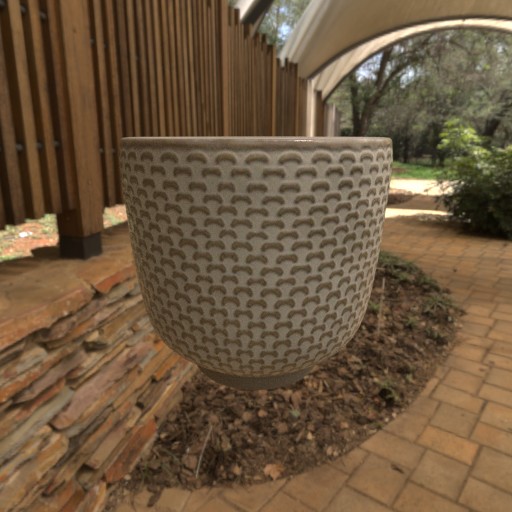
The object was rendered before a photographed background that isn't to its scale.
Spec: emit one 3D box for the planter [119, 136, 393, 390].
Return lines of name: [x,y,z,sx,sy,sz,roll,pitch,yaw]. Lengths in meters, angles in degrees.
planter: [0.000,0.000,0.309,0.173,0.160,0.173,0,15,0]
